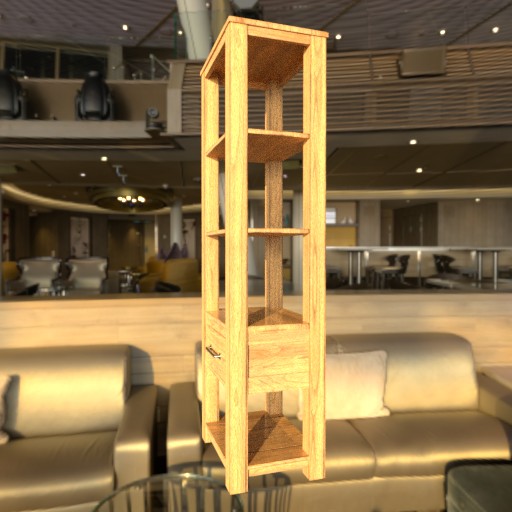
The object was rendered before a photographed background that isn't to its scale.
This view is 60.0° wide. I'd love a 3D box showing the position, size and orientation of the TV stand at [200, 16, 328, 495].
[{"bbox_3d":[0.000,0.000,2.014,0.435,1.828,0.565,0,1,-18],"label":"TV stand"}]
